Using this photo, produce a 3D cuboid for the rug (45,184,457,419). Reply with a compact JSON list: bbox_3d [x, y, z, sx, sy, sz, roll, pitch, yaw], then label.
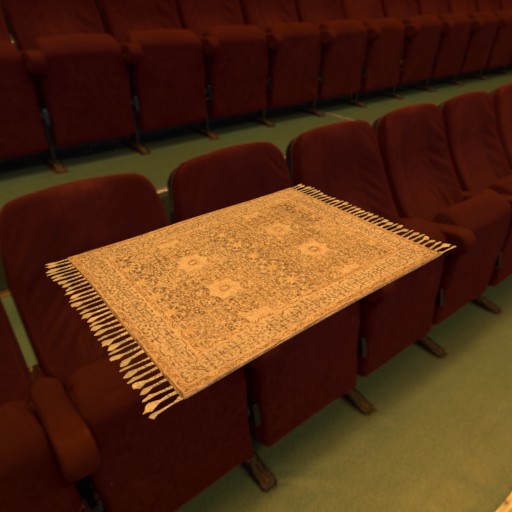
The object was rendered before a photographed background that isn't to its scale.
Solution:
[{"bbox_3d":[0.000,0.000,3.106,2.465,0.023,1.619,-22,37,-32],"label":"rug"}]
